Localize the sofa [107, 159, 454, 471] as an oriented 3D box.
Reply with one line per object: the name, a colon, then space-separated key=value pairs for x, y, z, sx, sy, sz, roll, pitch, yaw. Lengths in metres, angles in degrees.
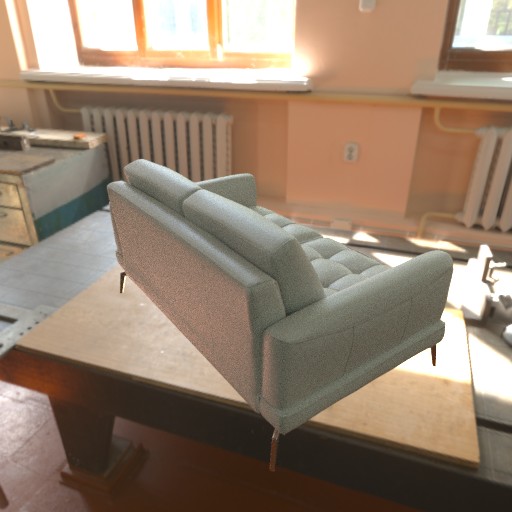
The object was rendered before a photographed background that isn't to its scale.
sofa: x=0.000 y=0.000 z=2.502 sx=1.121 sy=0.930 sz=1.819 roll=-18 pitch=32 yaw=-31
